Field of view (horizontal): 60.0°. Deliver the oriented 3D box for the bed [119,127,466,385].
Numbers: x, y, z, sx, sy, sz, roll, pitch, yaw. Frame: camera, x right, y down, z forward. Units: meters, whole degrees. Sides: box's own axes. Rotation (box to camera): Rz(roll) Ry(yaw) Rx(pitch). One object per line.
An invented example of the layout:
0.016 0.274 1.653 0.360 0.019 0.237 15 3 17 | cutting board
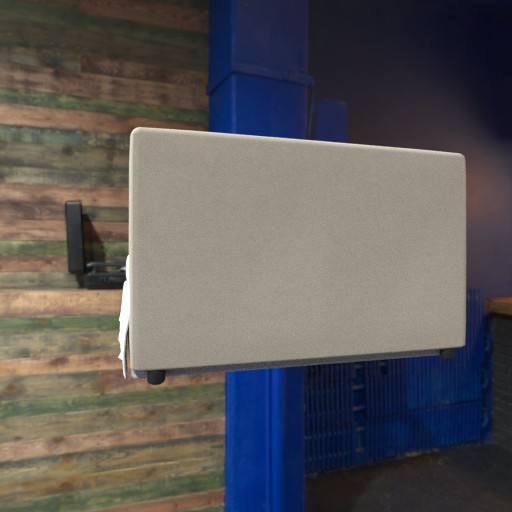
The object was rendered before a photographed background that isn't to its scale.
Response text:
0.000 0.000 3.575 2.119 1.317 2.319 0 0 -17 | bed
